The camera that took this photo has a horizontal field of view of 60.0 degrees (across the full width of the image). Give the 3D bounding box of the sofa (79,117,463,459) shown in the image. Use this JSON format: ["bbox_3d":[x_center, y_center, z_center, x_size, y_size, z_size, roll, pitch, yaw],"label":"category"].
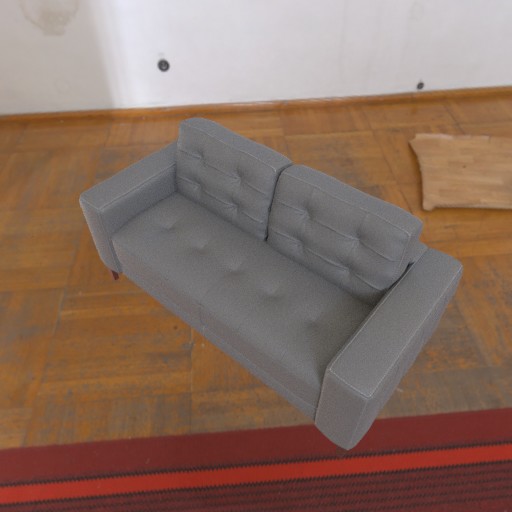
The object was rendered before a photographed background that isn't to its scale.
[{"bbox_3d":[0.000,0.000,2.214,1.726,0.892,0.833,31,54,26],"label":"sofa"}]
